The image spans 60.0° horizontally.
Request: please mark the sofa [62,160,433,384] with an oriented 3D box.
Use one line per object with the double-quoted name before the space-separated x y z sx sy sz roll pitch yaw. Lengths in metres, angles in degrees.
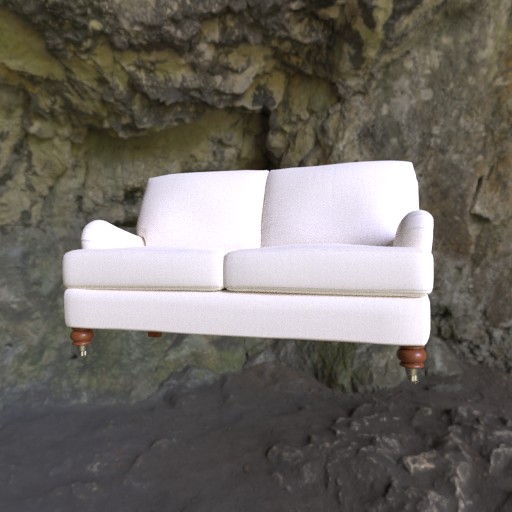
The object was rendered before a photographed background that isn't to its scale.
"sofa" 0.000 0.000 2.517 1.853 1.101 1.084 0 -1 17
